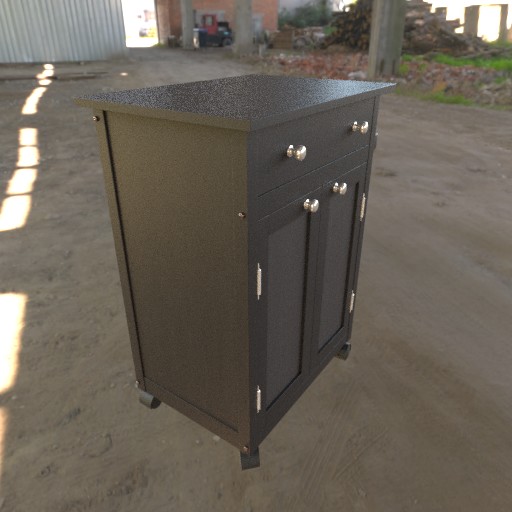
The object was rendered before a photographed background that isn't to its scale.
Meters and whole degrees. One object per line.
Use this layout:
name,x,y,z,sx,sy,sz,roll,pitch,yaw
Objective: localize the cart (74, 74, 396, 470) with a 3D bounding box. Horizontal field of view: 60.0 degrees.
cart,0.000,0.000,1.239,0.456,0.879,0.660,18,32,31
